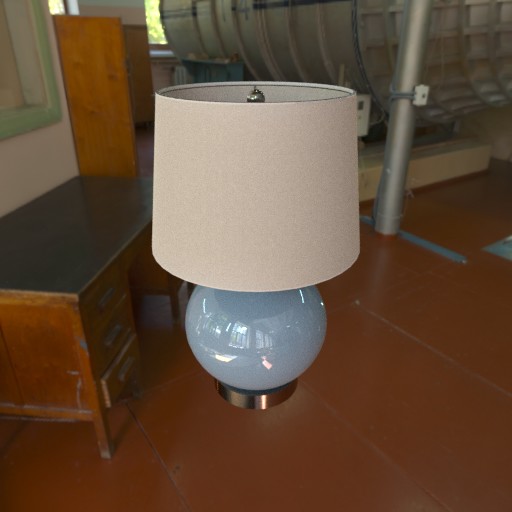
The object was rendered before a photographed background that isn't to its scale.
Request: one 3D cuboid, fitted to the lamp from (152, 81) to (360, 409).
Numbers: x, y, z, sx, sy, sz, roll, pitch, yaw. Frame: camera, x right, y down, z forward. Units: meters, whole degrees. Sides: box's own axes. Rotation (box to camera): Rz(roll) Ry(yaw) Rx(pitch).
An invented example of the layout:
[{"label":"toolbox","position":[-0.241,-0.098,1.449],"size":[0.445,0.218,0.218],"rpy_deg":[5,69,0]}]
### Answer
[{"label":"lamp","position":[0.000,0.000,0.547],"size":[0.247,0.387,0.247],"rpy_deg":[0,26,0]}]
